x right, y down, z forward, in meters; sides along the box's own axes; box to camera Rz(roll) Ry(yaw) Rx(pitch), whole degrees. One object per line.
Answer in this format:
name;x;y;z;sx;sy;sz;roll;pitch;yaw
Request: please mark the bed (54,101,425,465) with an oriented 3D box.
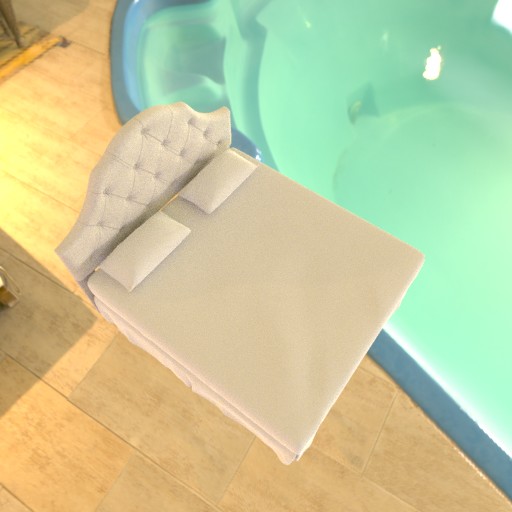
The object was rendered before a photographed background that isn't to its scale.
bed;0.000;0.000;3.497;2.214;1.615;2.008;33;64;18
